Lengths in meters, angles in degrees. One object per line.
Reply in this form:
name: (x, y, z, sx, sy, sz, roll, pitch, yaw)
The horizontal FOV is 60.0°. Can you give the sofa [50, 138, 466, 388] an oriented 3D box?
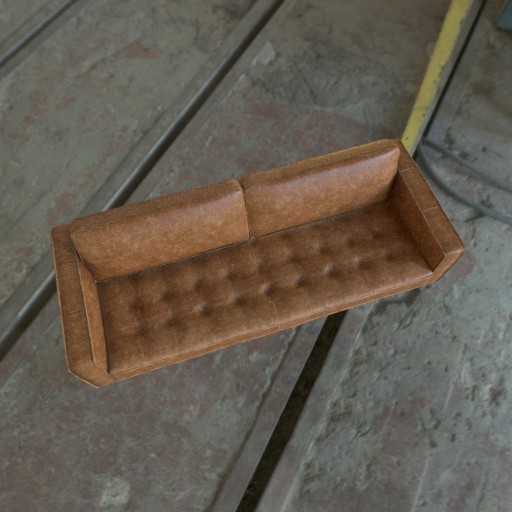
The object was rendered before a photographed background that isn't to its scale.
sofa: (0.000, 0.000, 2.628, 2.199, 0.779, 0.886, -16, 64, -8)
